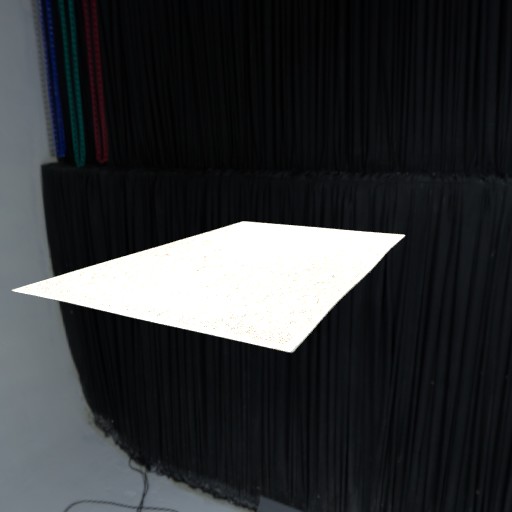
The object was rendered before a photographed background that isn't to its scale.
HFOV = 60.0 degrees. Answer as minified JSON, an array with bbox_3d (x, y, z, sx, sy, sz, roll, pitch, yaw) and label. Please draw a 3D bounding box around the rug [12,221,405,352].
[{"bbox_3d":[0.000,0.000,2.940,1.529,0.012,2.435,7,15,26],"label":"rug"}]
